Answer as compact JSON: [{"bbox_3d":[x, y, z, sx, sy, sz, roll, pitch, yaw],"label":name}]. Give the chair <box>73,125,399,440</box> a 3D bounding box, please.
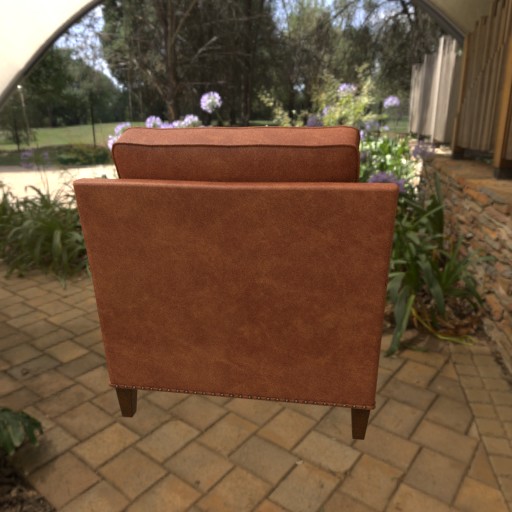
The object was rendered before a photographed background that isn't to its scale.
[{"bbox_3d":[0.000,0.000,1.683,0.853,0.943,1.014,2,16,8],"label":"chair"}]
